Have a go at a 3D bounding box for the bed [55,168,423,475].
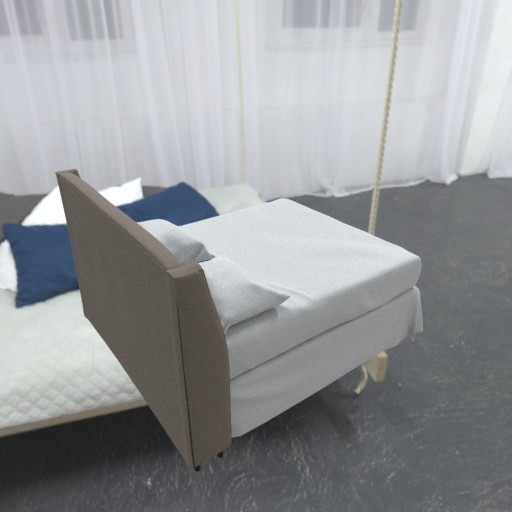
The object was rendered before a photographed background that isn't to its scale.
[{"bbox_3d":[0.000,0.000,3.437,2.276,1.332,1.925,-19,33,-32],"label":"bed"}]
